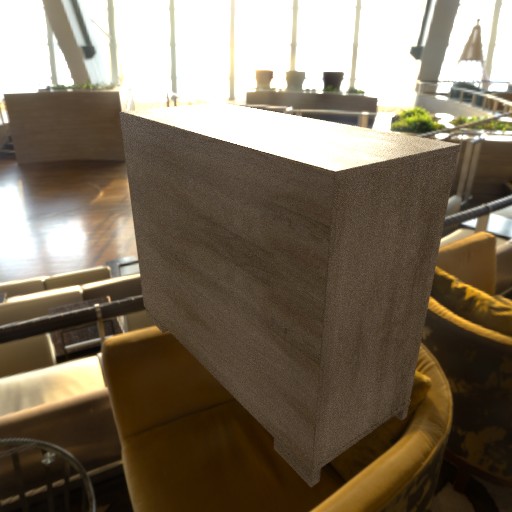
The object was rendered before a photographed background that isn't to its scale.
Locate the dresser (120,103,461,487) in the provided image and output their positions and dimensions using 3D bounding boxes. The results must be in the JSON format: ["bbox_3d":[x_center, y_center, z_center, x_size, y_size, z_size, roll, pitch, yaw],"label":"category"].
[{"bbox_3d":[0.000,0.000,1.417,0.404,0.816,0.994,-18,31,-33],"label":"dresser"}]
